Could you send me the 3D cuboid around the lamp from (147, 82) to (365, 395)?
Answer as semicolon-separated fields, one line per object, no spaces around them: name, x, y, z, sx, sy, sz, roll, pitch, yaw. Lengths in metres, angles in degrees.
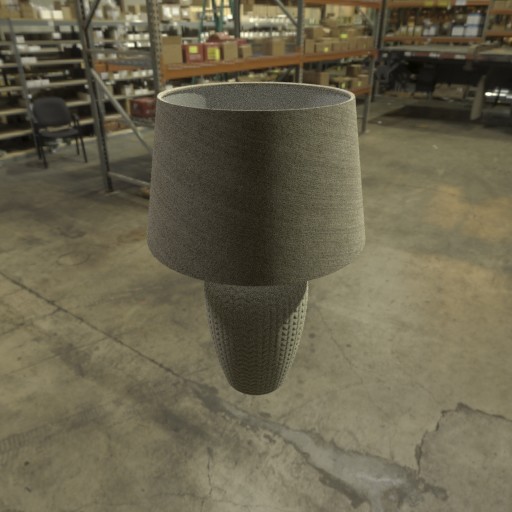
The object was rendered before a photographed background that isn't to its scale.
lamp;0.000;0.000;0.835;0.390;0.580;0.390;0;28;0
